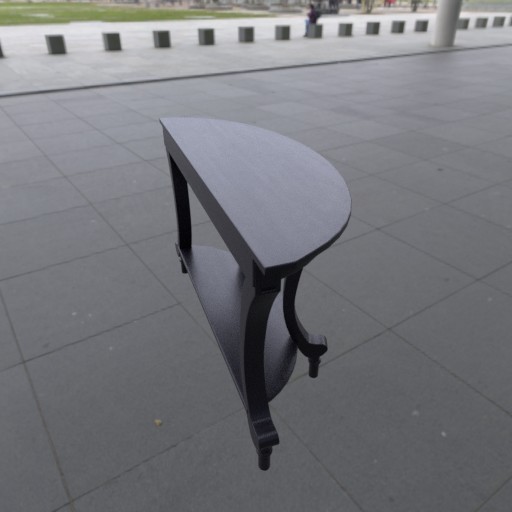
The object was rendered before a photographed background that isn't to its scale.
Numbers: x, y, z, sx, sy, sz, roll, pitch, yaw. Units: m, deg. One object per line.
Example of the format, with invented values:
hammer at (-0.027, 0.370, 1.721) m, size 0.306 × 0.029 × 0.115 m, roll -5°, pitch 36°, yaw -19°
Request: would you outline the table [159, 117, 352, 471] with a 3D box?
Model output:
table at (0.000, 0.000, 1.517) m, size 0.394 × 0.692 × 1.198 m, roll -10°, pitch 32°, yaw -17°
